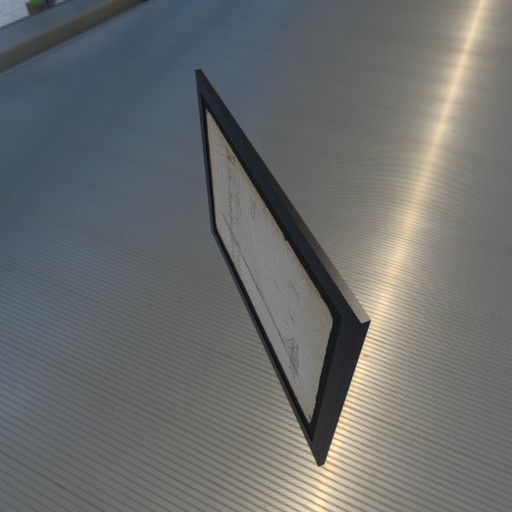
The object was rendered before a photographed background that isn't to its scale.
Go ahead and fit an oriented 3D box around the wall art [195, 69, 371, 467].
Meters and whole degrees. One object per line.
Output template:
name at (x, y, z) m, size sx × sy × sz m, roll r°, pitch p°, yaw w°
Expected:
wall art at (0.000, 0.000, 0.847) m, size 0.013 × 0.447 × 0.660 m, roll -15°, pitch 49°, yaw -14°
